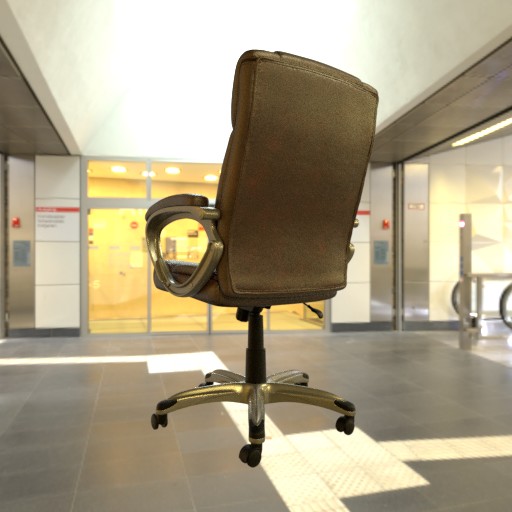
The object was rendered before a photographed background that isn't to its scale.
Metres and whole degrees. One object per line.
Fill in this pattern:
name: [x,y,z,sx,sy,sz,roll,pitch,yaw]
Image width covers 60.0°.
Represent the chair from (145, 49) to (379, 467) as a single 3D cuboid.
chair: [0.000,0.000,1.533,0.656,1.128,0.692,0,0,-35]
